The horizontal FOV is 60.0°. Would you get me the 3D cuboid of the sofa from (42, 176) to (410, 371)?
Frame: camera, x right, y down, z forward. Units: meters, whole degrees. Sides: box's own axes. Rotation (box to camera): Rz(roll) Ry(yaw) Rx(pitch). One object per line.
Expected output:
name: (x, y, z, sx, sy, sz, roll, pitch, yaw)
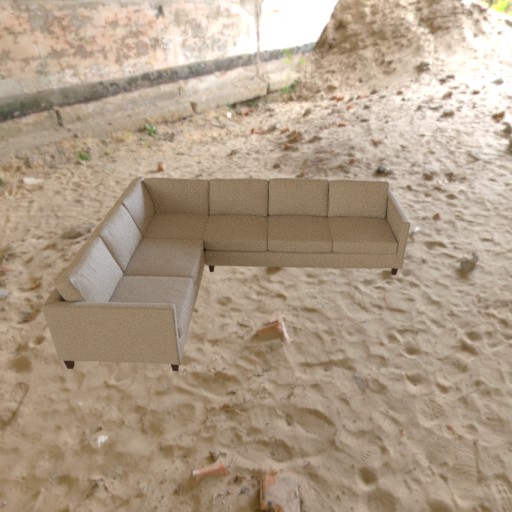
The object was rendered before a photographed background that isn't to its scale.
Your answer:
sofa: (0.000, 0.000, 4.460, 3.182, 0.863, 2.432, 1, 31, 1)
